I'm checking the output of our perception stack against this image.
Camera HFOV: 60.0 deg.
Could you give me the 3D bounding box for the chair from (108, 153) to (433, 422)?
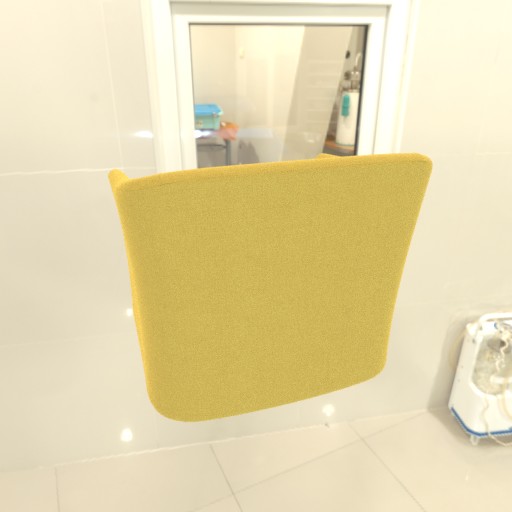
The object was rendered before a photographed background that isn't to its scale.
[{"bbox_3d":[0.000,0.000,1.352,0.790,0.720,0.700,-8,26,-17],"label":"chair"}]
